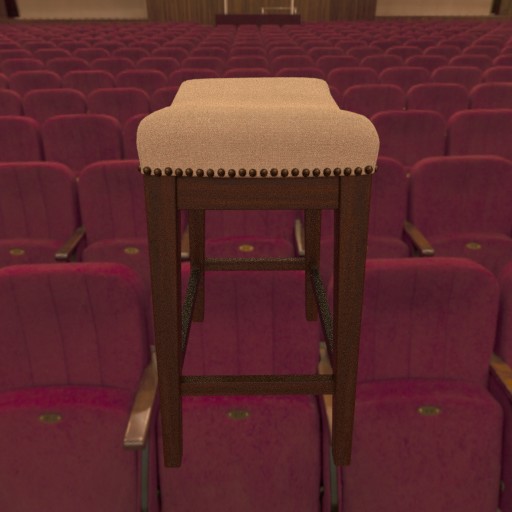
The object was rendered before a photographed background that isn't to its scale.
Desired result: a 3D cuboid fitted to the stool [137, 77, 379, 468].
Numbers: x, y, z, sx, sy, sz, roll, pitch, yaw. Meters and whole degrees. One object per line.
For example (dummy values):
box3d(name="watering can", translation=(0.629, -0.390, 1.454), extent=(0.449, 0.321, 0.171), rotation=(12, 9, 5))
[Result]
box3d(name="stool", translation=(0.000, 0.000, 0.936), extent=(0.363, 0.669, 0.509), rotation=(0, 28, -1))
